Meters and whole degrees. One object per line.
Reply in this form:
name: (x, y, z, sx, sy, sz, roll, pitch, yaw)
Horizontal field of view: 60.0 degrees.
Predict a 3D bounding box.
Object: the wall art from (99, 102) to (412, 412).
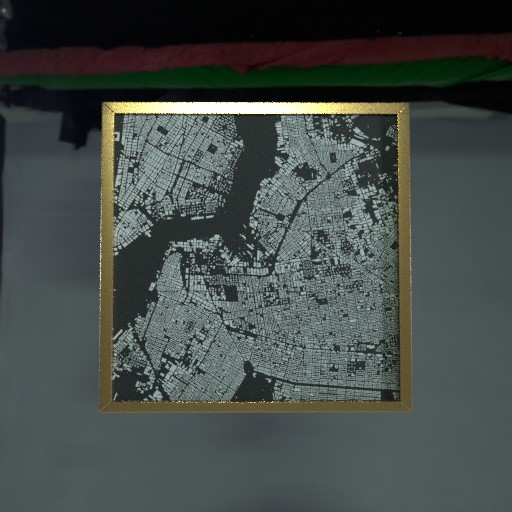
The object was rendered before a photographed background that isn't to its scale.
wall art: (0.000, 0.000, 0.447, 0.305, 0.305, 0.023, 0, -2, 0)
